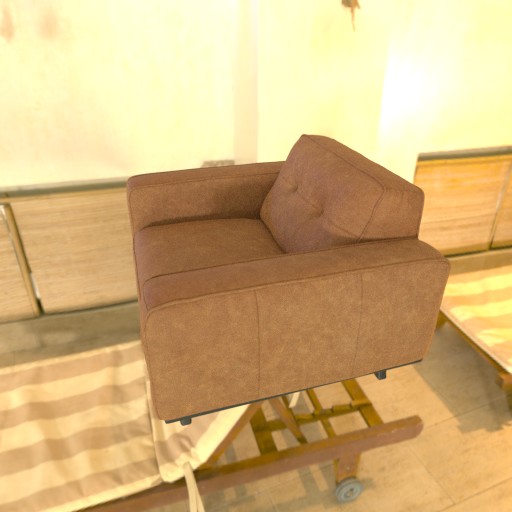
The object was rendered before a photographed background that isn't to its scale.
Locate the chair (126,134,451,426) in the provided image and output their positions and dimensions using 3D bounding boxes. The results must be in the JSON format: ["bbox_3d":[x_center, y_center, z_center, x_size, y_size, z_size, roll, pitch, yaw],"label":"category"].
[{"bbox_3d":[0.000,0.000,1.767,0.952,0.782,1.118,-8,30,-14],"label":"chair"}]
